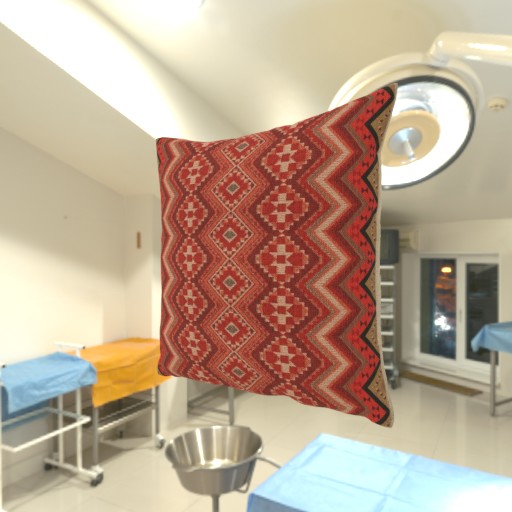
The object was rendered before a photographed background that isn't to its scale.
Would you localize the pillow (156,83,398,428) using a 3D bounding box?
[{"bbox_3d":[0.000,0.000,0.803,0.513,0.511,0.158,0,1,35],"label":"pillow"}]
